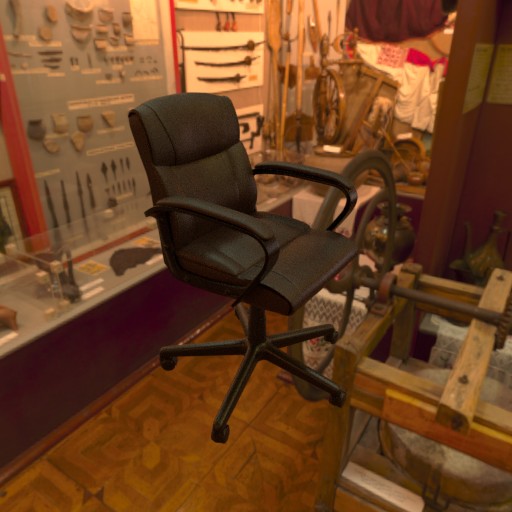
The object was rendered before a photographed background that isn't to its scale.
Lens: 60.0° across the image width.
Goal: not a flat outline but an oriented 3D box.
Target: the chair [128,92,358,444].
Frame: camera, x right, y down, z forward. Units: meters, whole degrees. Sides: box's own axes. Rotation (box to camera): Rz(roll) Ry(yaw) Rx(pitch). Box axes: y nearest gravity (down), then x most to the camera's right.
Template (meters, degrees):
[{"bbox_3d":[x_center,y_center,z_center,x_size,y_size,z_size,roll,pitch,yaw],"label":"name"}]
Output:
[{"bbox_3d":[0.000,0.000,1.508,0.717,1.004,0.739,17,31,31],"label":"chair"}]
